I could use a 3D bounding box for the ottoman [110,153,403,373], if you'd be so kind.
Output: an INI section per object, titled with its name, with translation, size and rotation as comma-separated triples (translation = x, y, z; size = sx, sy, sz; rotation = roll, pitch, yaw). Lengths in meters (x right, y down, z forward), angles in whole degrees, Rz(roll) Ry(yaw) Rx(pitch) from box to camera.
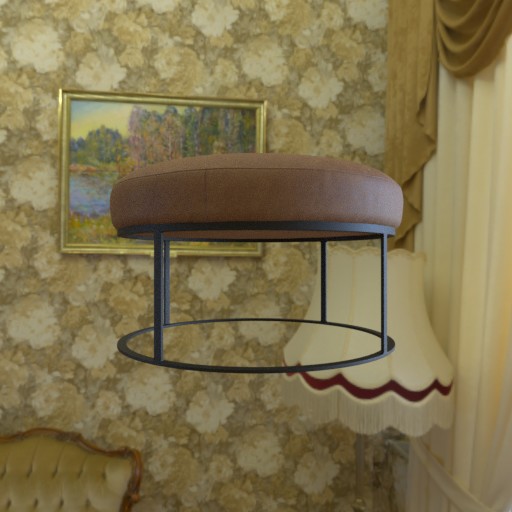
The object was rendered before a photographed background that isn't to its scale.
[ottoman]
translation = 0.000, 0.000, 1.229
size = 0.771, 0.460, 0.771
rotation = 0, 0, 0
